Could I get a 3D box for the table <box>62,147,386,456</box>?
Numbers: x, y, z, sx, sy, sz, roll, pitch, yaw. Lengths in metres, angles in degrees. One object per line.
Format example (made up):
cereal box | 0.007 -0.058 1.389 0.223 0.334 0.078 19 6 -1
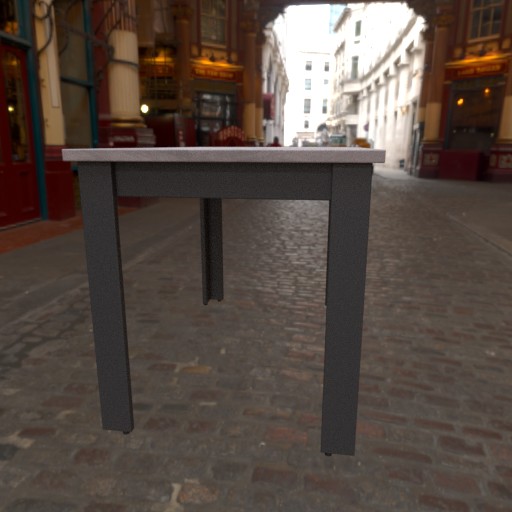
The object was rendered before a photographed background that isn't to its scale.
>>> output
table | 0.000 0.000 1.548 0.700 0.734 1.100 2 14 9
